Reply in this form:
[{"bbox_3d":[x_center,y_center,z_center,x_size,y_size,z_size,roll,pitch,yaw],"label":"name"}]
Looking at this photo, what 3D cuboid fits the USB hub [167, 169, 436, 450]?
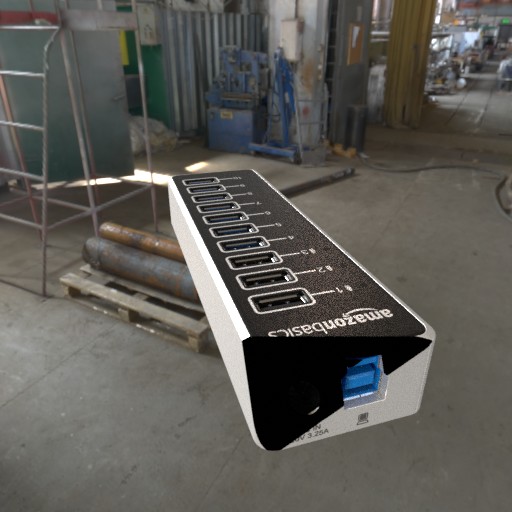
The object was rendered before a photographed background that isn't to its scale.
[{"bbox_3d":[0.000,0.000,0.161,0.044,0.023,0.145,-8,28,-16],"label":"USB hub"}]
